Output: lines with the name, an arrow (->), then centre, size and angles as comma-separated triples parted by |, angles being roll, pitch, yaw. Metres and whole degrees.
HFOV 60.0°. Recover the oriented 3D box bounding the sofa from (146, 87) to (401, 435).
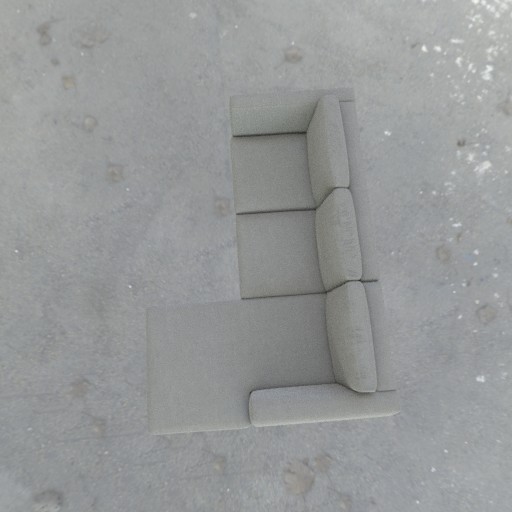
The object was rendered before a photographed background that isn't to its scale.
sofa -> 0.000, 0.000, 3.160 | 1.580, 0.860, 2.300 | -4, 76, -1
